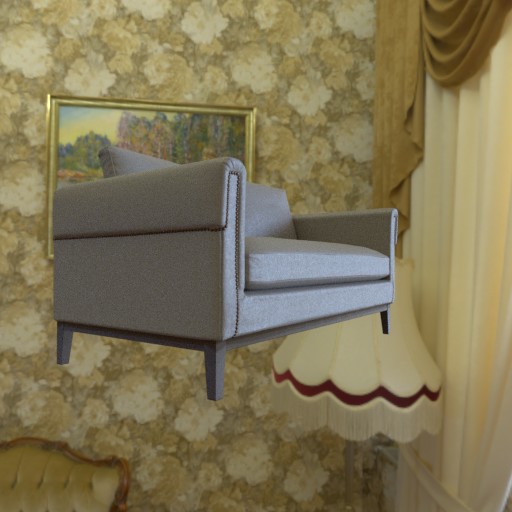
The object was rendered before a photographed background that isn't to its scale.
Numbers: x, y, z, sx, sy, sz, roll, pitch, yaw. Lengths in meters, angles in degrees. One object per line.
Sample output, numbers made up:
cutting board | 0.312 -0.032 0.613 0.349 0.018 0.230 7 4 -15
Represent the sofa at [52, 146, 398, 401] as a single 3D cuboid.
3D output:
sofa | 0.000 0.000 2.146 0.899 0.873 1.598 -1 -1 35
